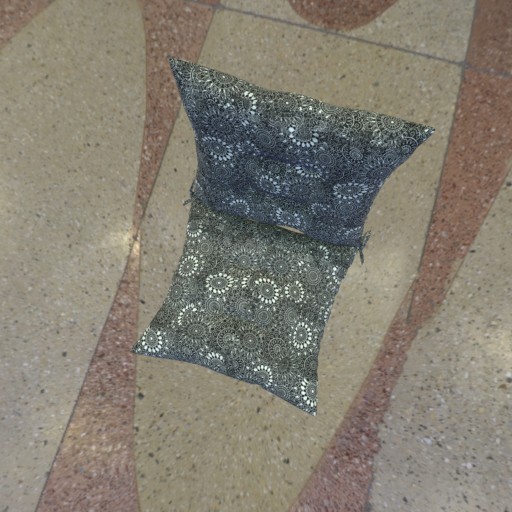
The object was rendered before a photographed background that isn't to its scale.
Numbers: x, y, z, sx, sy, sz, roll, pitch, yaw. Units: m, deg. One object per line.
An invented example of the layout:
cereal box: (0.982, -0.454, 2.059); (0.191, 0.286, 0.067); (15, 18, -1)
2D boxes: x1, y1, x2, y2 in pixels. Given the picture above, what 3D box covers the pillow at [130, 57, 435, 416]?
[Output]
pillow: (0.000, 0.000, 0.993); (0.541, 0.536, 0.585); (17, 75, 5)
